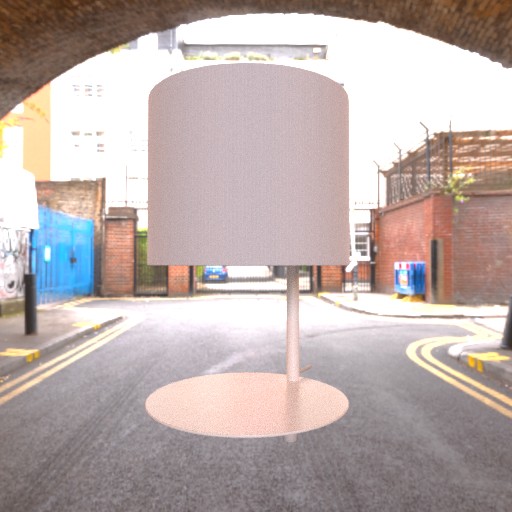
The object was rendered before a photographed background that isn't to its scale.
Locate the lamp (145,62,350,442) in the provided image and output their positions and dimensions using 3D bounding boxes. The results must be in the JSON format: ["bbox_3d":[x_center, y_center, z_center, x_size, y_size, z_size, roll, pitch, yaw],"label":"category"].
[{"bbox_3d":[0.000,0.000,0.685,0.299,0.454,0.341,-1,-1,38],"label":"lamp"}]
